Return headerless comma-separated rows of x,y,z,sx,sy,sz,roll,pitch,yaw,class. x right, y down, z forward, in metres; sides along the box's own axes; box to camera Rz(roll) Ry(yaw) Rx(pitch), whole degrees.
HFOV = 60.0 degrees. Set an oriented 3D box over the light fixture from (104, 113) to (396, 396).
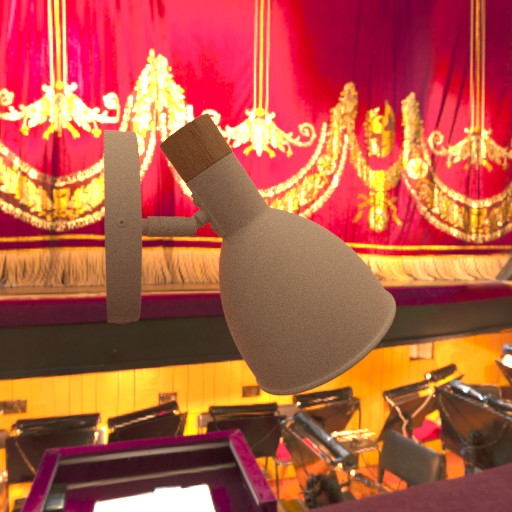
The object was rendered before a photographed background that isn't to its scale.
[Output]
0.000,0.000,0.325,0.209,0.199,0.127,0,1,-18,light fixture
